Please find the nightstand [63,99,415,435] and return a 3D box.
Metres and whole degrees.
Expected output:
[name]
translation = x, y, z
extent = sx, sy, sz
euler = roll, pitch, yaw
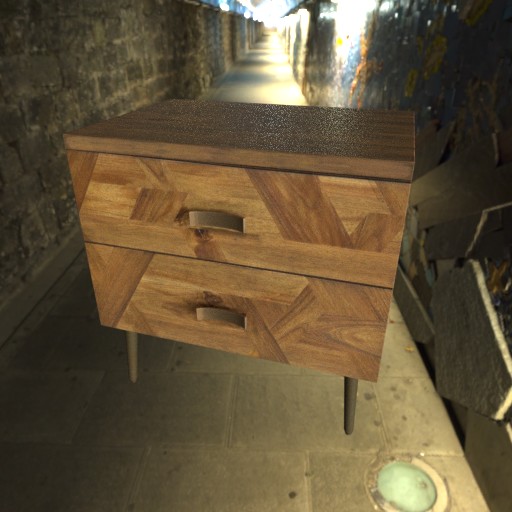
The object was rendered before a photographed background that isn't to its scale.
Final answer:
[nightstand]
translation = 0.000, 0.000, 1.038
extent = 0.610, 0.610, 0.458
euler = 8, 29, 15
